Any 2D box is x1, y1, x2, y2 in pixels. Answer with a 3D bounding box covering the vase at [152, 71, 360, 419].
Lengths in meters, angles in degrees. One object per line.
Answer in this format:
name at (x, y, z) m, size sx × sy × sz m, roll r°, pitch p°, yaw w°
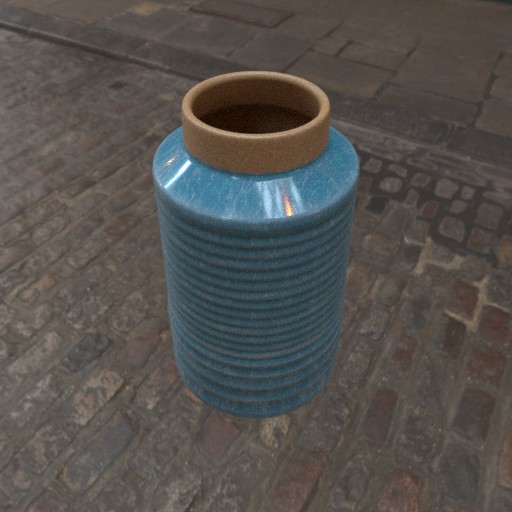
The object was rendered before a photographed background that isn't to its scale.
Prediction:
vase at (0.000, 0.000, 0.364) m, size 0.163 × 0.267 × 0.163 m, roll 0°, pitch 45°, yaw 0°
